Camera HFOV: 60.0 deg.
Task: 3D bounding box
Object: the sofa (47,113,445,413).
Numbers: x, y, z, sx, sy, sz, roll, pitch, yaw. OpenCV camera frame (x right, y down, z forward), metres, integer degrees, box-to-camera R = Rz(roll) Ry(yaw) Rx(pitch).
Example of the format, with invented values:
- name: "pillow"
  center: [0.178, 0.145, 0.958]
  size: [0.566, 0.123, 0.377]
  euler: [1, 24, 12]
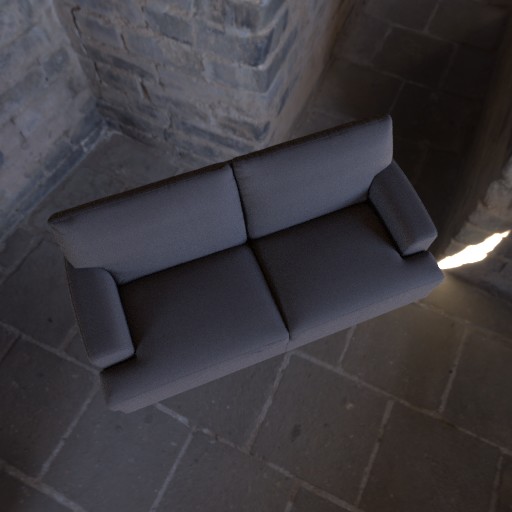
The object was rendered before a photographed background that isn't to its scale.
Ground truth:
- name: "sofa"
  center: [0.000, 0.000, 2.824]
  size: [2.271, 0.950, 1.140]
  euler: [-19, 65, -9]
